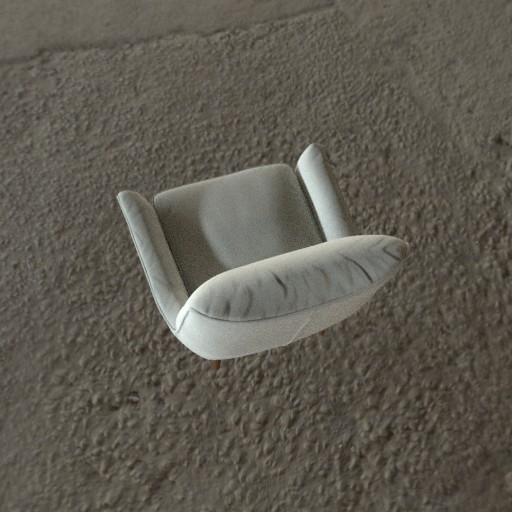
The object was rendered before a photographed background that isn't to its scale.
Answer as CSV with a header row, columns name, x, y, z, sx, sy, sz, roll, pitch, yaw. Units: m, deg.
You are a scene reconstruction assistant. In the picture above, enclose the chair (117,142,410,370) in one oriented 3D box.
name,x,y,z,sx,sy,sz,roll,pitch,yaw
chair,0.000,0.000,1.477,0.787,0.888,0.822,-16,59,-10
